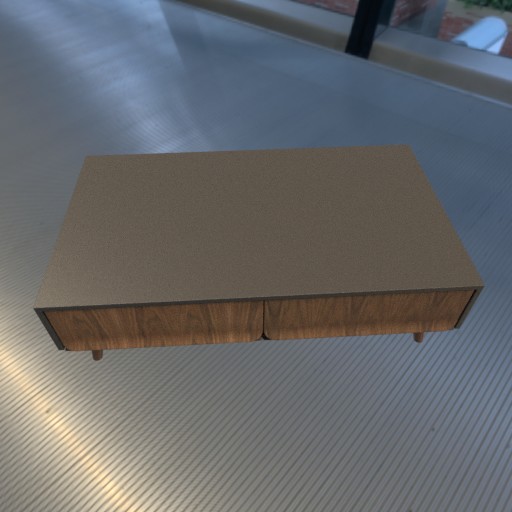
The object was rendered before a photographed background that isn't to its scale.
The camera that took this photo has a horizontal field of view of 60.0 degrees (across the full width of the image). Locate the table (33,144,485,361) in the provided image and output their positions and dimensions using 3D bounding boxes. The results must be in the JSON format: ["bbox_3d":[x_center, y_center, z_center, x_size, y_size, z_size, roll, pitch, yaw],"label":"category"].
[{"bbox_3d":[0.000,0.000,1.551,1.201,0.404,0.703,-3,47,-2],"label":"table"}]
